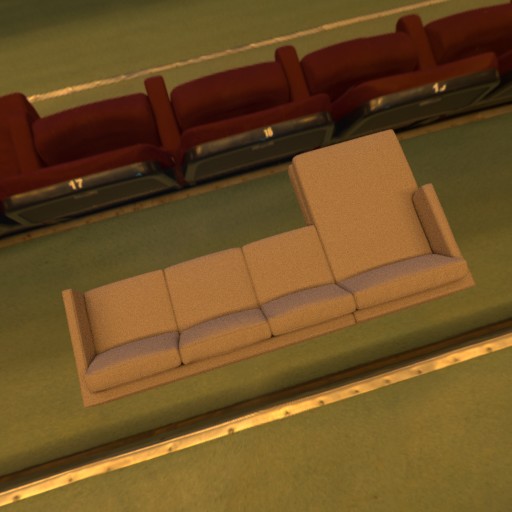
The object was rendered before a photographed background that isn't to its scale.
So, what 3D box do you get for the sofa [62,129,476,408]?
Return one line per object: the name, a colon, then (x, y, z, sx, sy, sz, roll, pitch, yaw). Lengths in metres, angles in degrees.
sofa: (0.000, 0.000, 3.838, 3.186, 0.846, 1.625, -16, 76, -4)
